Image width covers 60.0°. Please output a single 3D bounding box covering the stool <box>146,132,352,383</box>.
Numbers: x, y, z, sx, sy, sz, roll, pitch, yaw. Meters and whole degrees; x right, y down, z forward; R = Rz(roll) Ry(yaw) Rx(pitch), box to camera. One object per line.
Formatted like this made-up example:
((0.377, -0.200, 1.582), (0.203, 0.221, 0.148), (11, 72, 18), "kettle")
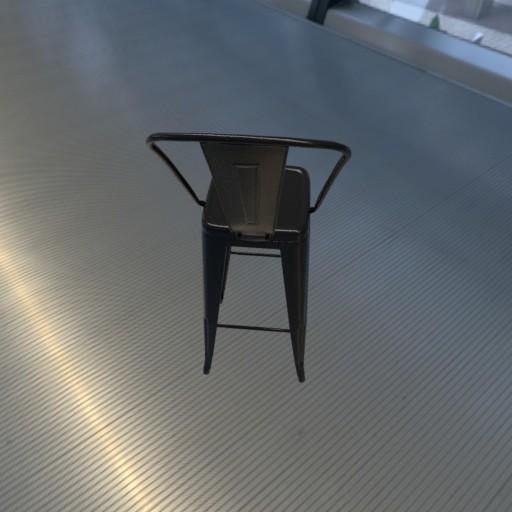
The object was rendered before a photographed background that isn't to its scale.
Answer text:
((0.000, 0.000, 1.321), (0.399, 1.096, 0.513), (4, 46, 4), "stool")
